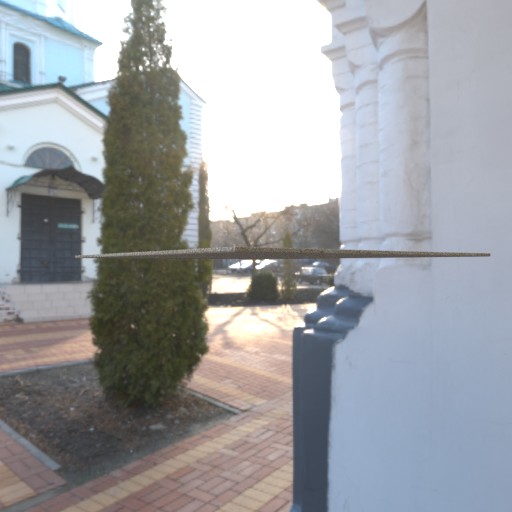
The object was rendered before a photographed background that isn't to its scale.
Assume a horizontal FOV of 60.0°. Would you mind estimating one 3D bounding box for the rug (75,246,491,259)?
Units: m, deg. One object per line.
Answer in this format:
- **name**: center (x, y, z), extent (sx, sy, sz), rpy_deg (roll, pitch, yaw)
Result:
- **rug**: center (0.000, 0.000, 4.010), extent (2.400, 0.026, 3.000), rpy_deg (1, -1, -36)
